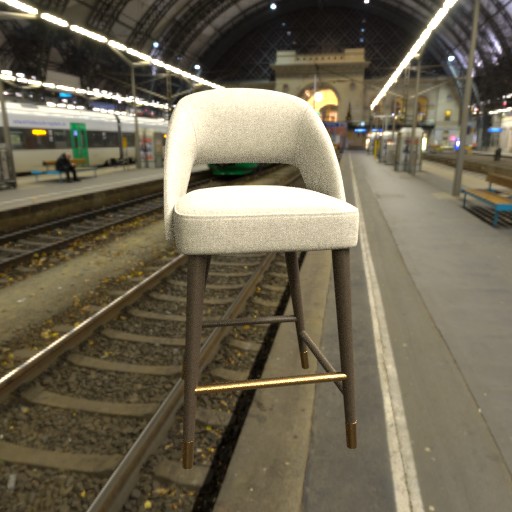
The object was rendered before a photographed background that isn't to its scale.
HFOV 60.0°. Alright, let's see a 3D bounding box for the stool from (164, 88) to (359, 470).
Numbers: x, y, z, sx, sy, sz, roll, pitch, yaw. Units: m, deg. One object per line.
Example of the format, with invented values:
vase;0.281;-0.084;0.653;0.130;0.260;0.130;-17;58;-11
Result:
stool;0.000;0.000;1.247;0.494;0.940;0.509;-3;15;-10
